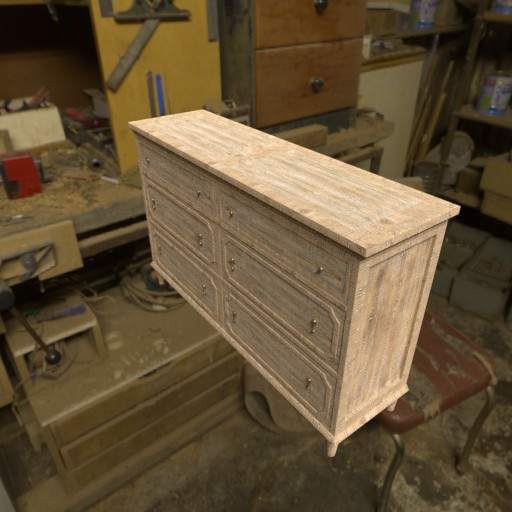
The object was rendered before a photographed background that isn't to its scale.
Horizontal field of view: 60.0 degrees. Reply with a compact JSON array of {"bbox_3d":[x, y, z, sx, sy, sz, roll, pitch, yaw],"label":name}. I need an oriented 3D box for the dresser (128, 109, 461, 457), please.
[{"bbox_3d":[0.000,0.000,2.157,0.457,1.016,1.626,-22,38,-31],"label":"dresser"}]
